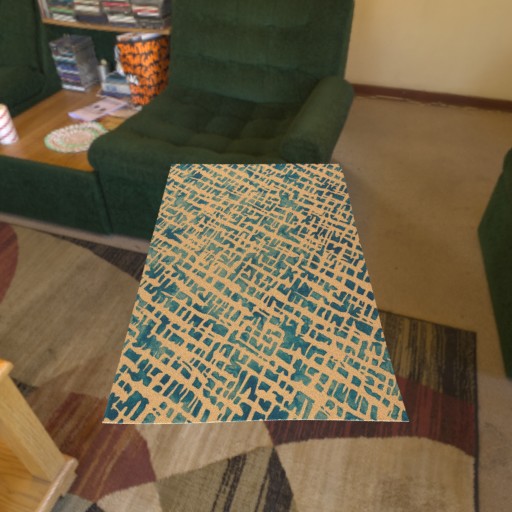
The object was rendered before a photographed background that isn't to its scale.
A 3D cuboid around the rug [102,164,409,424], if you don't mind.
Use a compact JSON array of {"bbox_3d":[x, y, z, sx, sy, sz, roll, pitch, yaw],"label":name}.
[{"bbox_3d":[0.000,0.000,3.087,1.520,0.011,2.447,0,42,0],"label":"rug"}]
